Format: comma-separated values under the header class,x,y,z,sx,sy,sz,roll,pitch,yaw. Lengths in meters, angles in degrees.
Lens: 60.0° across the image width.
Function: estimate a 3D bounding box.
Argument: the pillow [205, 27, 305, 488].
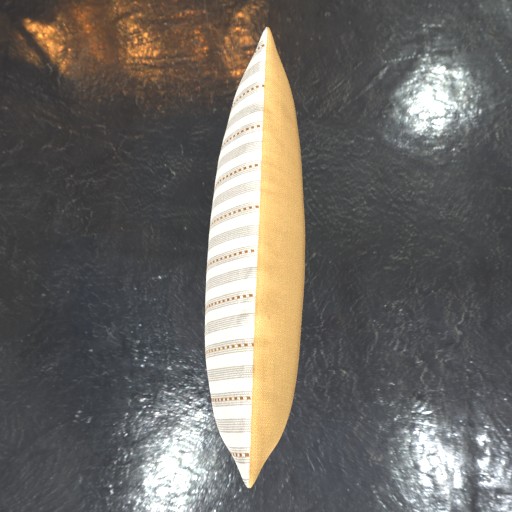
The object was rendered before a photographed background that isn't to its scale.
class,x,y,z,sx,sy,sz,roll,pitch,yaw
pillow,0.000,0.000,0.696,0.151,0.291,0.608,2,74,1
